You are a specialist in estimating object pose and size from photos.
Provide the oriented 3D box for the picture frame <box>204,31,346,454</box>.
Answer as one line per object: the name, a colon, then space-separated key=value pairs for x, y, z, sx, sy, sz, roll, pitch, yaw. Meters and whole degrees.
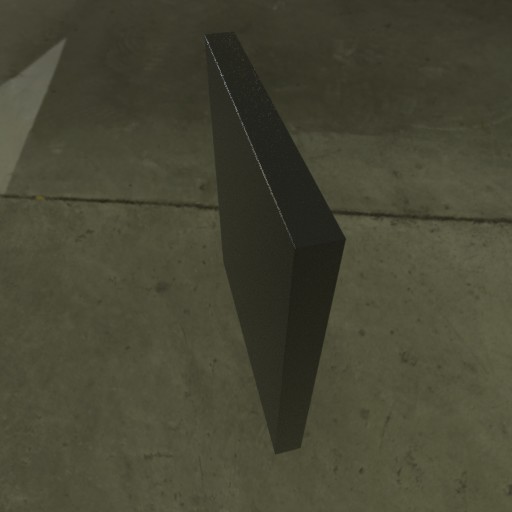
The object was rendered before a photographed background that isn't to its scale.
picture frame: x=0.000 y=0.000 z=0.521 sx=0.034 sy=0.378 sz=0.328 roll=-11 pitch=49 yaw=-9
